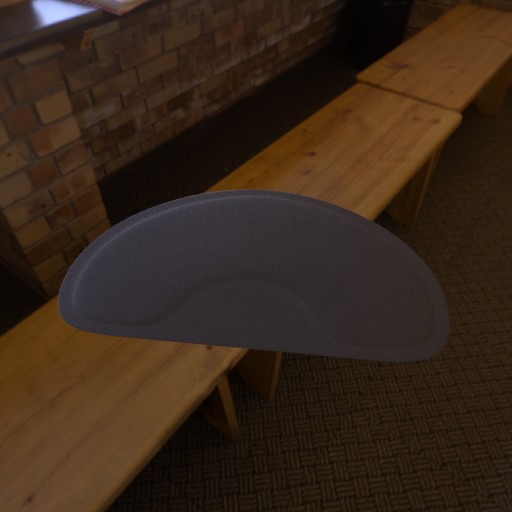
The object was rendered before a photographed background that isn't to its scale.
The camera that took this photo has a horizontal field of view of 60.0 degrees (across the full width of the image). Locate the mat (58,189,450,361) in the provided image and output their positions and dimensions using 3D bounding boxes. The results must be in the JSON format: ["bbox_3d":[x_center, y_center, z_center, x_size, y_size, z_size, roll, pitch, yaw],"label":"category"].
[{"bbox_3d":[0.000,0.000,1.891,1.524,0.013,0.913,4,46,4],"label":"mat"}]
